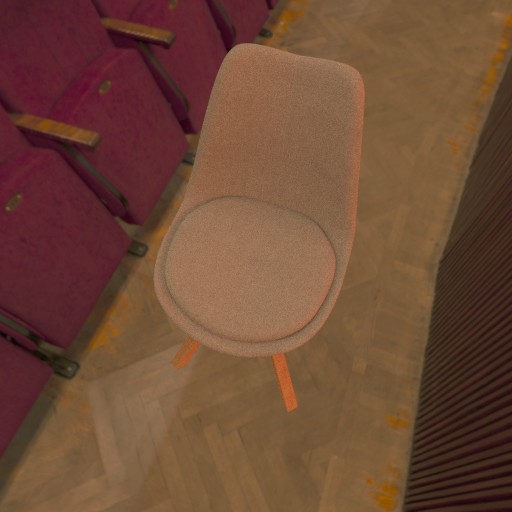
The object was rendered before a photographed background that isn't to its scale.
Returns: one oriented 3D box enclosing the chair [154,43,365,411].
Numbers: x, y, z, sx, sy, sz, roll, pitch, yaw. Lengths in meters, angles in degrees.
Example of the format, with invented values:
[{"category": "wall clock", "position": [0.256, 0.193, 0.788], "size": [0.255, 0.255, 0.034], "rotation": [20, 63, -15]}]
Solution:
[{"category": "chair", "position": [0.000, 0.000, 1.188], "size": [0.474, 0.863, 0.549], "rotation": [17, 60, 11]}]
